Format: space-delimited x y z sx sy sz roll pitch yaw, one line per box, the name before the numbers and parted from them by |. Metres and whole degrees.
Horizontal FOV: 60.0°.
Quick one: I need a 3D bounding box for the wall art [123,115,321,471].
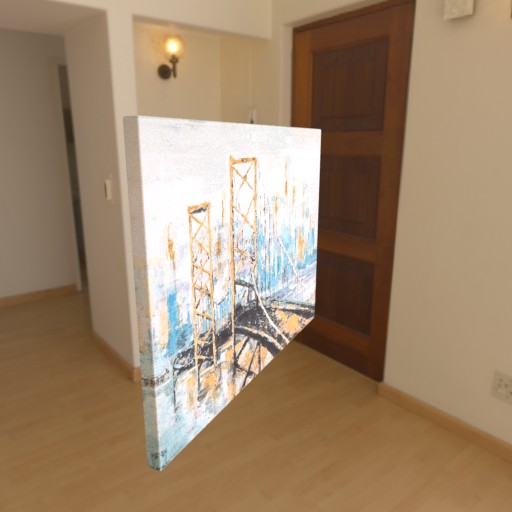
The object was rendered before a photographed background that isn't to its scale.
wall art | 0.000 0.000 1.341 0.038 0.762 1.016 7 16 26
